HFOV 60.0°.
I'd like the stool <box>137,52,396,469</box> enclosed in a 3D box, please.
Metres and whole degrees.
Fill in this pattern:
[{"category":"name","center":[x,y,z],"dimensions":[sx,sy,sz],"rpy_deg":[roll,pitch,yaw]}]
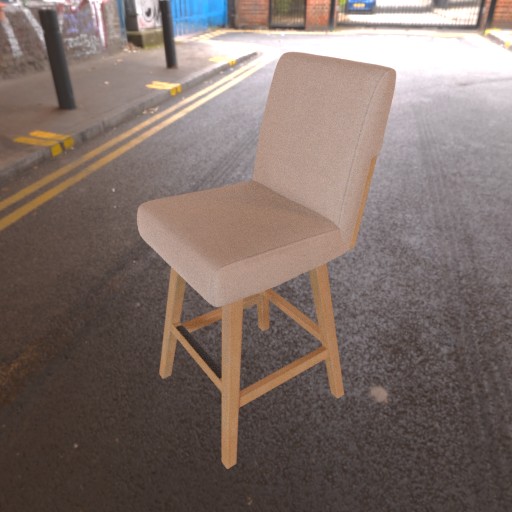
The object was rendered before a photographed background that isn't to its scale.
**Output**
[{"category":"stool","center":[0.000,0.000,1.271],"dimensions":[0.543,1.015,0.446],"rpy_deg":[-20,37,-30]}]
